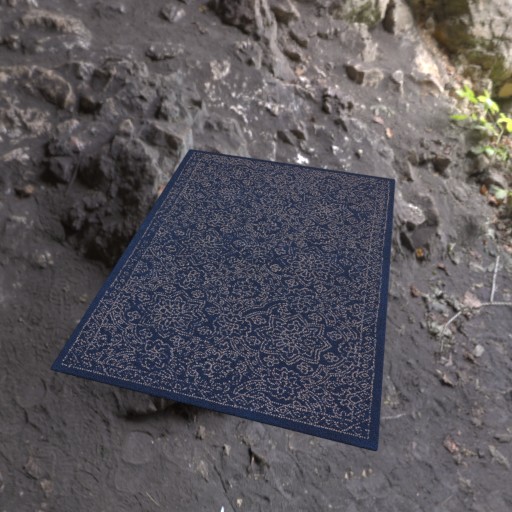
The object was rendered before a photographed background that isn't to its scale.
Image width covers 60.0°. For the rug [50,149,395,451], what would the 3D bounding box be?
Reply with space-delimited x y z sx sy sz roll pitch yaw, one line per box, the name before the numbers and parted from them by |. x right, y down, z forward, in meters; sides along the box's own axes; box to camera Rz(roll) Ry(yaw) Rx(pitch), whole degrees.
rug | 0.000 0.000 4.145 2.438 0.010 3.048 11 48 10
